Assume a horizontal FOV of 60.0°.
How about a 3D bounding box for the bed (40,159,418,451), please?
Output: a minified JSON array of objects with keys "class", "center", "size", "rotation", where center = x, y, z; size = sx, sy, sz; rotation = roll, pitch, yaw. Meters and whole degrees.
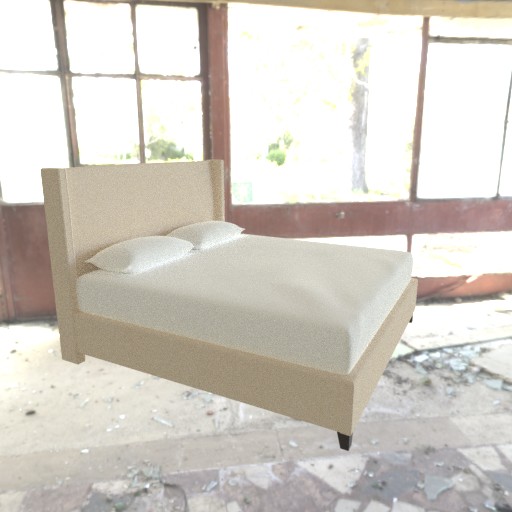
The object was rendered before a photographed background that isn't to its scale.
[{"class":"bed","center":[0.000,0.000,3.666],"size":[2.293,1.471,2.145],"rotation":[7,16,27]}]
